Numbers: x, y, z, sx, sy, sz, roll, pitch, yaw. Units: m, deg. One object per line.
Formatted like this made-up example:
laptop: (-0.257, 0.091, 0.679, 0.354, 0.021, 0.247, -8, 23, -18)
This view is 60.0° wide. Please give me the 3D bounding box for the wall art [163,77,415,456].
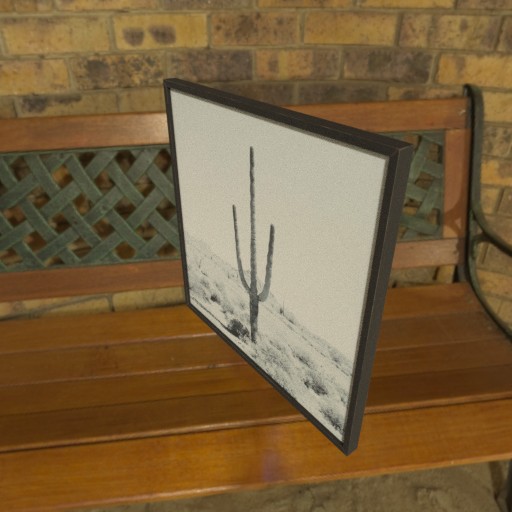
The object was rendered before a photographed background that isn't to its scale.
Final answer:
wall art: (0.000, 0.000, 1.143, 0.038, 0.762, 0.762, -22, 38, -32)
